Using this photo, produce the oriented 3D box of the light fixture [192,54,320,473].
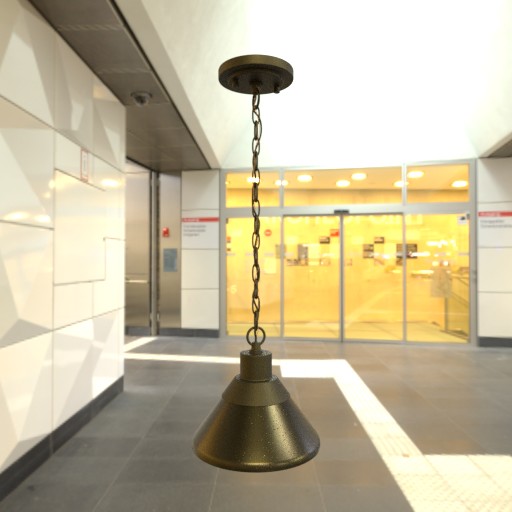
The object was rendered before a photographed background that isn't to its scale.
[{"bbox_3d":[0.000,0.000,0.703,0.201,0.588,0.201,0,-1,-18],"label":"light fixture"}]
